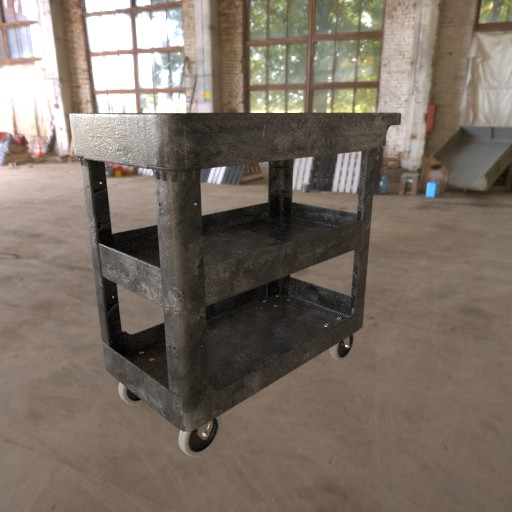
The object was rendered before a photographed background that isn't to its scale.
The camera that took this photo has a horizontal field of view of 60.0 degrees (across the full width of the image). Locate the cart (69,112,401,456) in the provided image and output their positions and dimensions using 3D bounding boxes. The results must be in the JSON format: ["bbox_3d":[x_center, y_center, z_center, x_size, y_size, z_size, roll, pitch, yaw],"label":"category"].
[{"bbox_3d":[0.000,0.000,1.340,0.420,0.824,0.877,17,25,42],"label":"cart"}]
